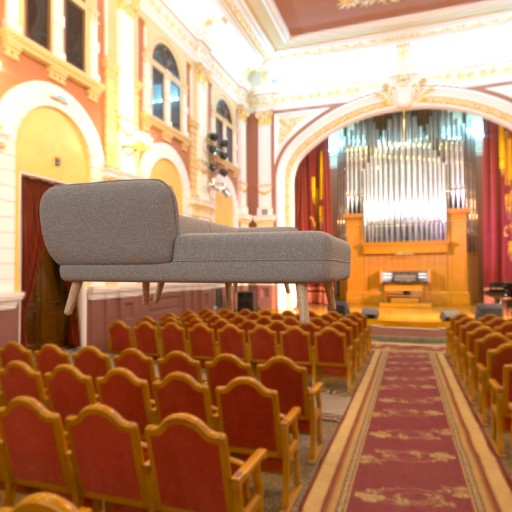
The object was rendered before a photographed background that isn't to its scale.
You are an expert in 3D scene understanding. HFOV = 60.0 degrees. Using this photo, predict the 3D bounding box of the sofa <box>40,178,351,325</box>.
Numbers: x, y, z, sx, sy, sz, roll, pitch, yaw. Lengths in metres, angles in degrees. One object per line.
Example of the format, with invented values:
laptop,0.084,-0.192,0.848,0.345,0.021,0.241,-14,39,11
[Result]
sofa,0.000,0.000,3.318,1.532,0.693,2.653,-1,-2,19
